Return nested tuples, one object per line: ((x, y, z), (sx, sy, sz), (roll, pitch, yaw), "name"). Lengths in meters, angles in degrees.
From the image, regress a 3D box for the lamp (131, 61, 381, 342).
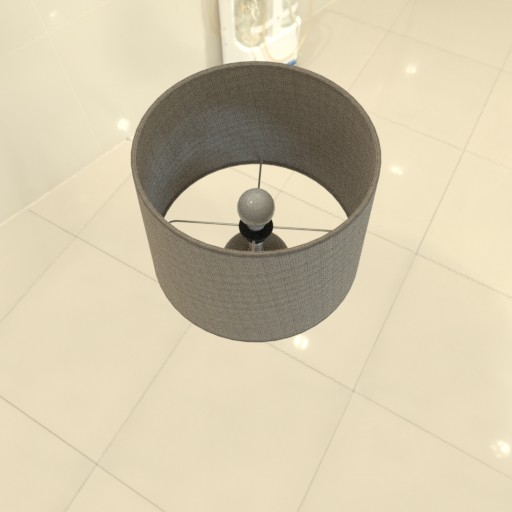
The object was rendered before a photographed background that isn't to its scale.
((0.000, 0.000, 0.837), (0.367, 0.609, 0.367), (0, 62, 0), "lamp")
